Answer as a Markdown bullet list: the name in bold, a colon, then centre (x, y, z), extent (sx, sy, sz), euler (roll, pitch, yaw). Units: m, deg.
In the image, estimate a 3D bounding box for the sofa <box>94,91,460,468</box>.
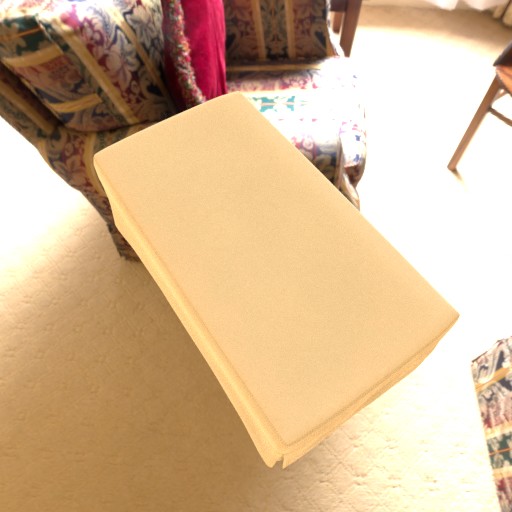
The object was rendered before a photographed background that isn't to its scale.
- **sofa**: centre (0.000, 0.000, 2.164), extent (0.939, 0.552, 1.677), euler (-30, 64, -17)
